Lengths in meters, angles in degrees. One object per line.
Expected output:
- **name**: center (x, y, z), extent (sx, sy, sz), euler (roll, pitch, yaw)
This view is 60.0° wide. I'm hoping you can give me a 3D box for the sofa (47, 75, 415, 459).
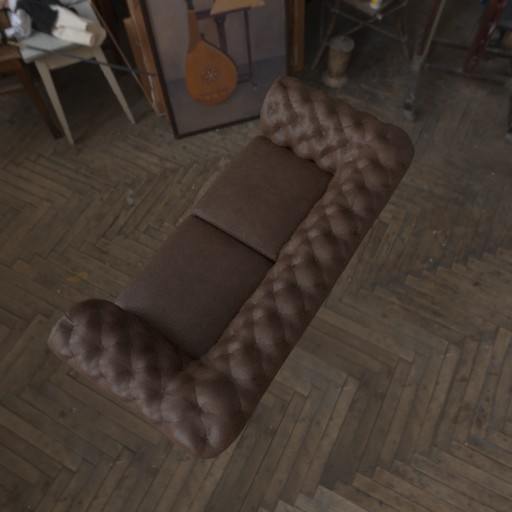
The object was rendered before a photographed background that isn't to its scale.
- **sofa**: center (0.000, 0.000, 2.506), extent (0.955, 0.784, 2.048), euler (31, 67, 14)
